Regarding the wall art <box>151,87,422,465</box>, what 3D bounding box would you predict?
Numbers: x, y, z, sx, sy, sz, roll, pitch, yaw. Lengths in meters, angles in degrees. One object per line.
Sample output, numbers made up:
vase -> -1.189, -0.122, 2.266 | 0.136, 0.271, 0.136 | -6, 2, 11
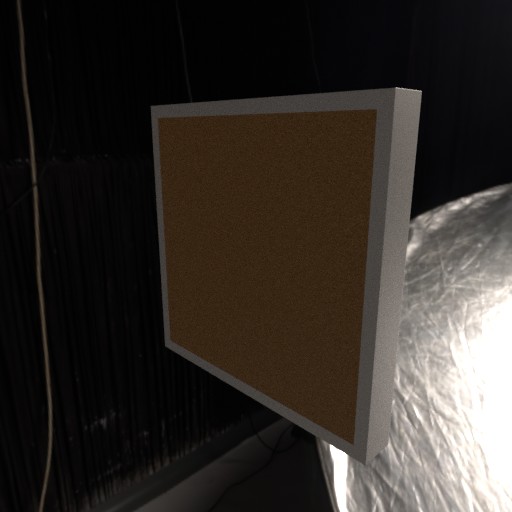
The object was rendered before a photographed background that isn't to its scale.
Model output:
wall art -> 0.000, 0.000, 0.454 | 0.038, 0.302, 0.305 | -15, 21, -42
